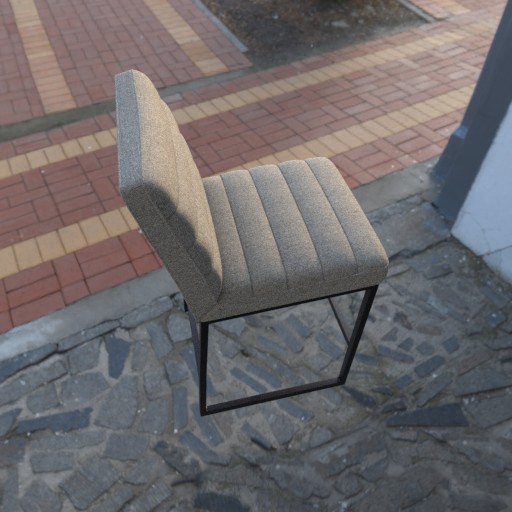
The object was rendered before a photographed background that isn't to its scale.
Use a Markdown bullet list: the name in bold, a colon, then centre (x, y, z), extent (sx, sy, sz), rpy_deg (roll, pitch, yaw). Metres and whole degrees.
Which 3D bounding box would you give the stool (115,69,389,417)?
- **stool**: centre (0.000, 0.000, 1.245), extent (0.560, 0.940, 0.460), rpy_deg (-10, 48, -9)
